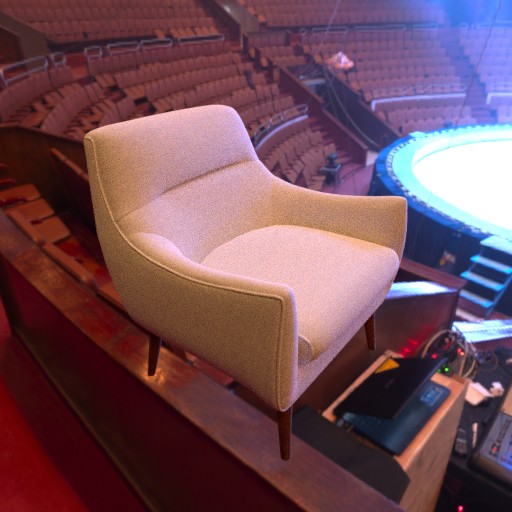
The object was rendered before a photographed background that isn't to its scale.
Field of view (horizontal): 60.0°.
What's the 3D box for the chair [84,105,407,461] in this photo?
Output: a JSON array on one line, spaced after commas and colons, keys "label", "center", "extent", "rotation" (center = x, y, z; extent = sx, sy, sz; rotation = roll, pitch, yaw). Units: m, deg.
[{"label": "chair", "center": [0.000, 0.000, 1.439], "extent": [0.787, 0.838, 0.762], "rotation": [19, 33, 32]}]
